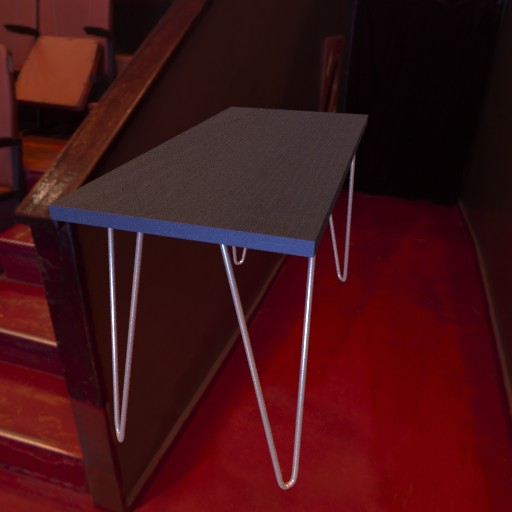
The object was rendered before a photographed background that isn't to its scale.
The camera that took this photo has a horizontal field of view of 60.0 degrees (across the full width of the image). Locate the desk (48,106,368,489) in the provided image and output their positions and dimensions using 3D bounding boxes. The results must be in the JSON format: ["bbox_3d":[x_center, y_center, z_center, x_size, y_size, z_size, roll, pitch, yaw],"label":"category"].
[{"bbox_3d":[0.000,0.000,1.328,0.499,0.660,0.991,9,30,15],"label":"desk"}]
